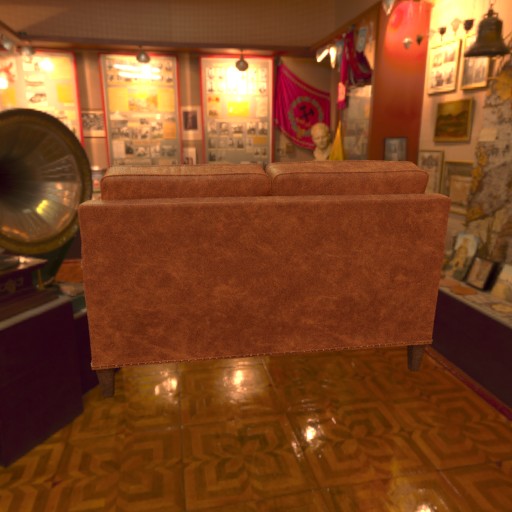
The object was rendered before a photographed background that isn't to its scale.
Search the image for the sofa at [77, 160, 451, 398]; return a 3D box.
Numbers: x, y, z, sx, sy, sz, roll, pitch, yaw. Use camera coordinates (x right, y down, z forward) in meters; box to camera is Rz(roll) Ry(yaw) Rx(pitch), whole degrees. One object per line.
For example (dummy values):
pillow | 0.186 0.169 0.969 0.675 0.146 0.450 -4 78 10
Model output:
sofa | 0.000 0.000 2.331 1.597 1.003 1.084 -2 15 -9
